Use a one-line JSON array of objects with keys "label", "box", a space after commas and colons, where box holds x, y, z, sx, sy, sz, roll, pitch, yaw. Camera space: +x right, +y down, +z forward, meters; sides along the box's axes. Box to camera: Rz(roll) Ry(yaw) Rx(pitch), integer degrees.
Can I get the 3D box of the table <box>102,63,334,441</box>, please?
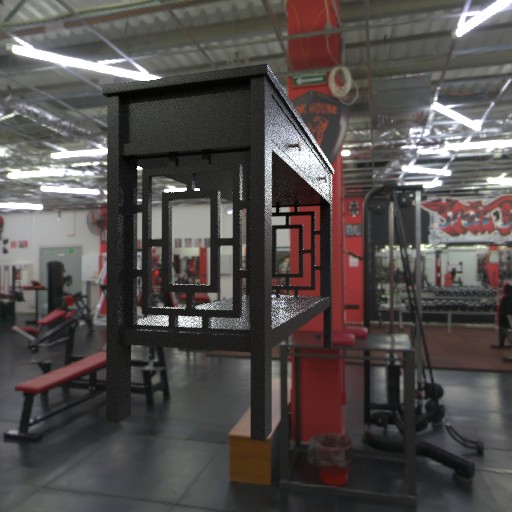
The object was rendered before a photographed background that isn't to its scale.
[{"label": "table", "box": [0.000, 0.000, 1.443, 0.397, 0.753, 1.068, 0, -1, 17]}]
